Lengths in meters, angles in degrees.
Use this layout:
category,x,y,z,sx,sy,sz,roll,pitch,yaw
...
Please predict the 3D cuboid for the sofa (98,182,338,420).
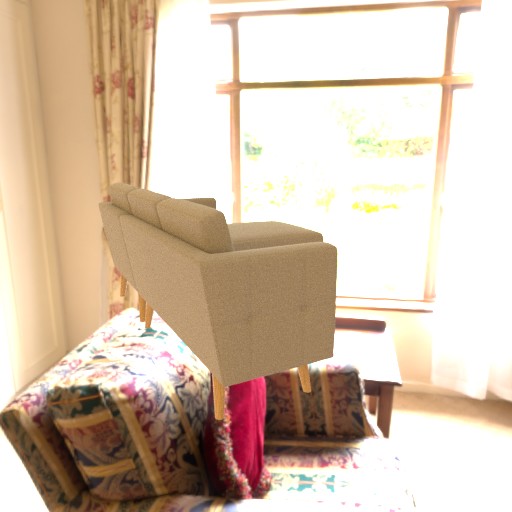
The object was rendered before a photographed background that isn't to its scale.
category,x,y,z,sx,sy,sz,roll,pitch,yaw
sofa,0.000,0.000,2.787,1.530,0.860,2.040,-7,15,-28
